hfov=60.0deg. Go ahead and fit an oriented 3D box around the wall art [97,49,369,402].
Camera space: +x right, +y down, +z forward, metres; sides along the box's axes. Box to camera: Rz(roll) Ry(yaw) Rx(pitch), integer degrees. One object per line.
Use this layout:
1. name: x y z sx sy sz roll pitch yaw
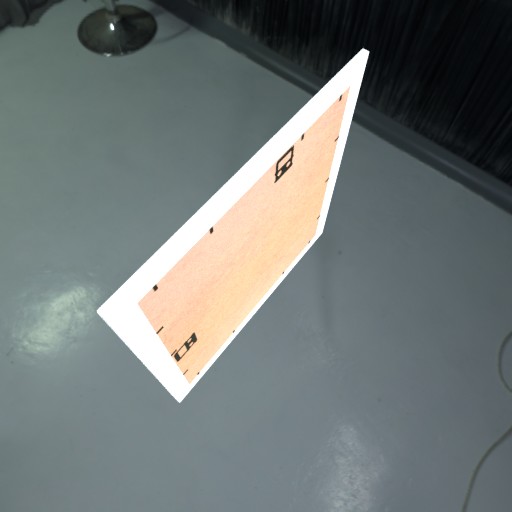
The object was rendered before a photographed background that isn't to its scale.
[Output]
1. wall art: 0.000 0.000 0.878 0.013 0.584 0.584 35 68 17
